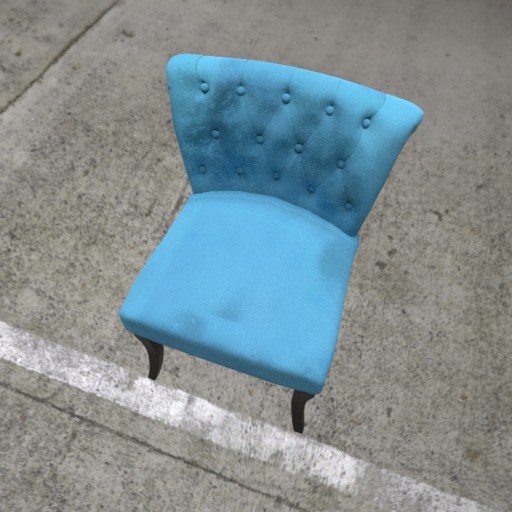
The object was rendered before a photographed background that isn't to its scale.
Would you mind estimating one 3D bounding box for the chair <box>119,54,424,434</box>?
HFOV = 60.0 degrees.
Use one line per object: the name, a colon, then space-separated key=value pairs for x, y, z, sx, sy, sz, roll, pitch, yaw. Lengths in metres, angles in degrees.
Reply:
chair: x=0.000 y=0.000 z=1.156 sx=0.582 sy=0.750 sz=0.605 roll=16 pitch=58 yaw=11
